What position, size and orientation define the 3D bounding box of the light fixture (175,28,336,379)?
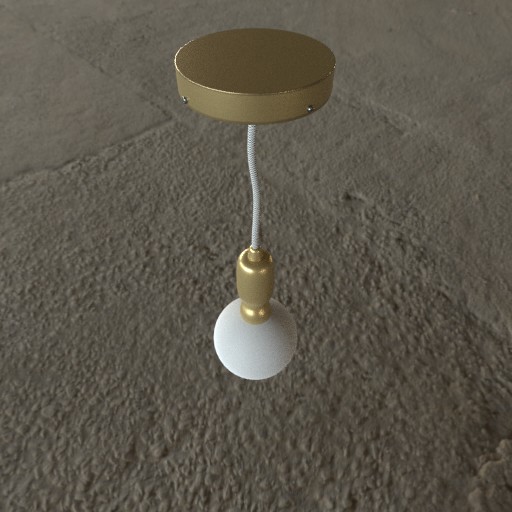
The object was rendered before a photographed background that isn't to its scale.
[{"bbox_3d":[0.000,0.000,0.579,0.147,0.510,0.146,-31,53,-27],"label":"light fixture"}]
